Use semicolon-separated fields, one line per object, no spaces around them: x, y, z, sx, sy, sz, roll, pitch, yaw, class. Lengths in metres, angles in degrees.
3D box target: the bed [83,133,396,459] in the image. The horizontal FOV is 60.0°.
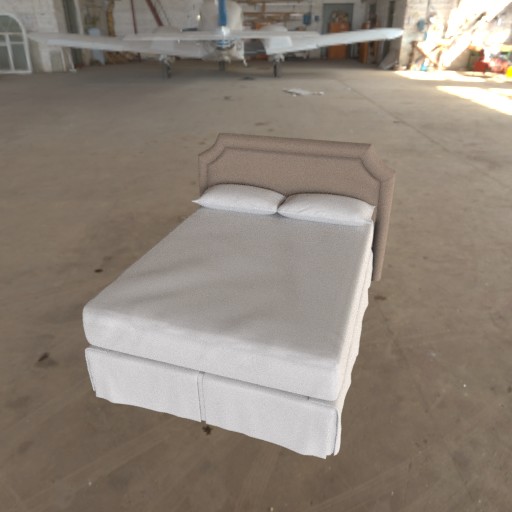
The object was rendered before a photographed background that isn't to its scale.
0.000;0.000;3.326;1.828;1.303;2.164;9;29;16;bed
